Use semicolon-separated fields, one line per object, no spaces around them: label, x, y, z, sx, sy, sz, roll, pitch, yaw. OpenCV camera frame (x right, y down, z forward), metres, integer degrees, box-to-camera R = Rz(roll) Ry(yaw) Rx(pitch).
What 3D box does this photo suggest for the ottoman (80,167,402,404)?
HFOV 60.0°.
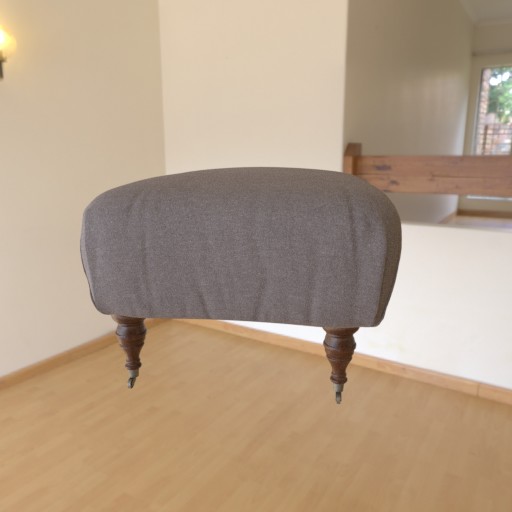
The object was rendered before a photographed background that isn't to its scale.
ottoman;0.000;0.000;1.157;0.622;0.450;0.747;2;13;8
